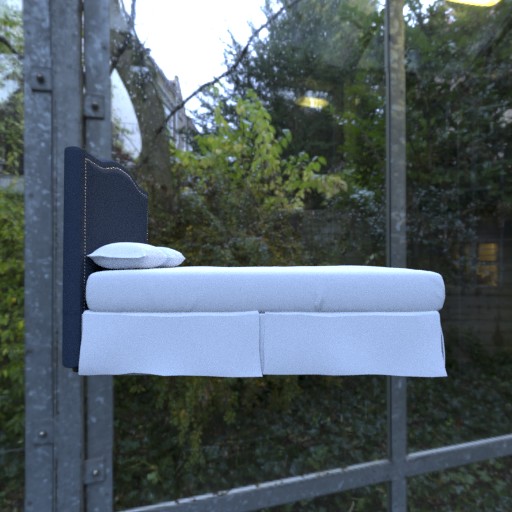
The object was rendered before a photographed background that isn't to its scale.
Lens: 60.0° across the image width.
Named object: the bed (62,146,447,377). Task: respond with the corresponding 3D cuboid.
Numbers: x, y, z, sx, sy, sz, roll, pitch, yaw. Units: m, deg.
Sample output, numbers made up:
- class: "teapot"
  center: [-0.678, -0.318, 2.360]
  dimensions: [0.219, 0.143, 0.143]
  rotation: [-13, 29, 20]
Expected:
- class: "bed"
  center: [0.000, 0.000, 3.457]
  dimensions: [2.282, 1.436, 1.821]
  rotation: [0, -1, 0]
